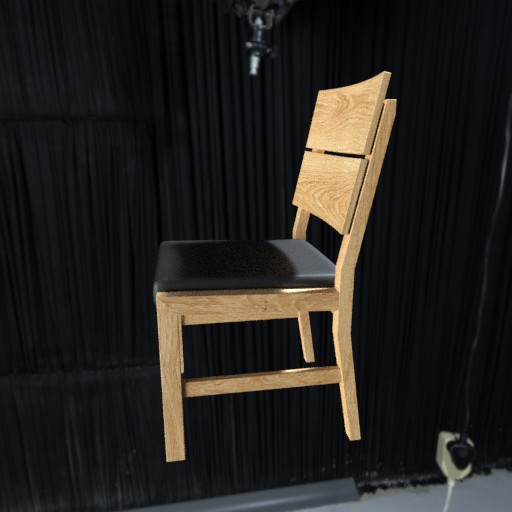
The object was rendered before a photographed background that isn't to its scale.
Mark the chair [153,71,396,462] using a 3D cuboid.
[{"bbox_3d":[0.000,0.000,1.288,0.569,0.950,0.475,-3,16,-9],"label":"chair"}]
